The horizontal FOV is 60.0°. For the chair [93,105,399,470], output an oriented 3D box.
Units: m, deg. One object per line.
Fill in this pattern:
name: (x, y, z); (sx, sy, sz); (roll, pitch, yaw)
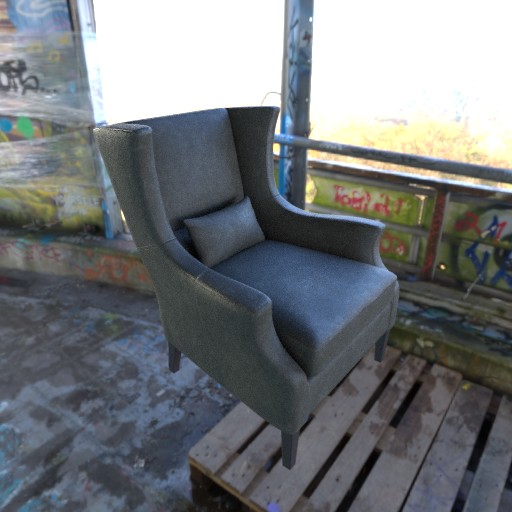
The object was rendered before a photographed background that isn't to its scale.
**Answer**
chair: (0.000, 0.000, 1.713); (0.926, 1.016, 0.853); (19, 32, 34)
